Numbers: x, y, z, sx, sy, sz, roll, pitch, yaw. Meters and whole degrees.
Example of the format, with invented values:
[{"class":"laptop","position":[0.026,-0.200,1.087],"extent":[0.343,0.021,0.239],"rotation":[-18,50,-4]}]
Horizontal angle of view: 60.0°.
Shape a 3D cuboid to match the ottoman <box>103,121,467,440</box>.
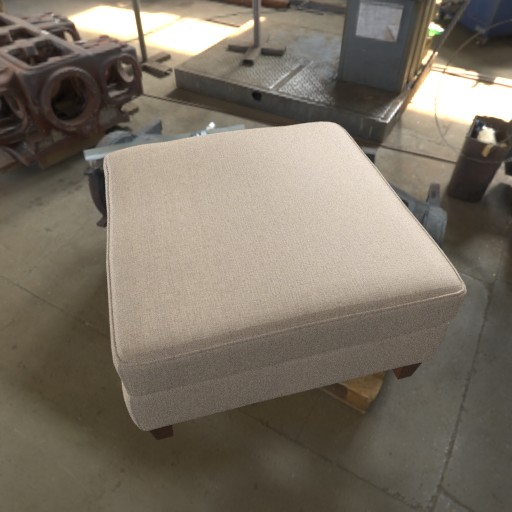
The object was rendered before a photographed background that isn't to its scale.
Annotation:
[{"class":"ottoman","position":[0.000,0.000,1.360],"extent":[0.838,0.481,0.838],"rotation":[-11,47,-10]}]
